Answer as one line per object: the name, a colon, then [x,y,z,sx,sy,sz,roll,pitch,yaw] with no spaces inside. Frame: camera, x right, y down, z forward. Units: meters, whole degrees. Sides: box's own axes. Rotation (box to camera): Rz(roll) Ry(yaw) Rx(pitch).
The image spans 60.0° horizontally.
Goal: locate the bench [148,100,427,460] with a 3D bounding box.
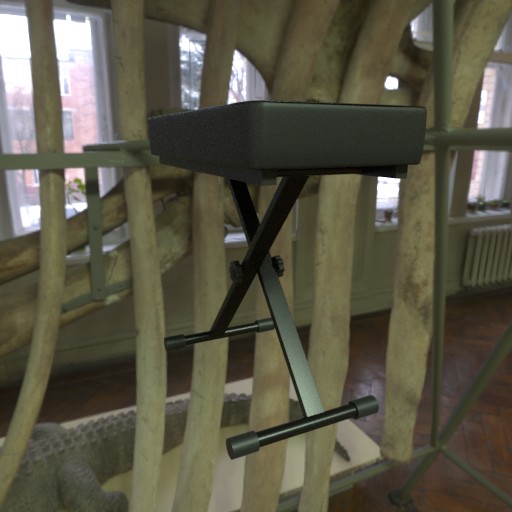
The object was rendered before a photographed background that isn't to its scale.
bench: [0.000,0.000,0.919,0.300,0.561,0.600,-7,16,-24]
